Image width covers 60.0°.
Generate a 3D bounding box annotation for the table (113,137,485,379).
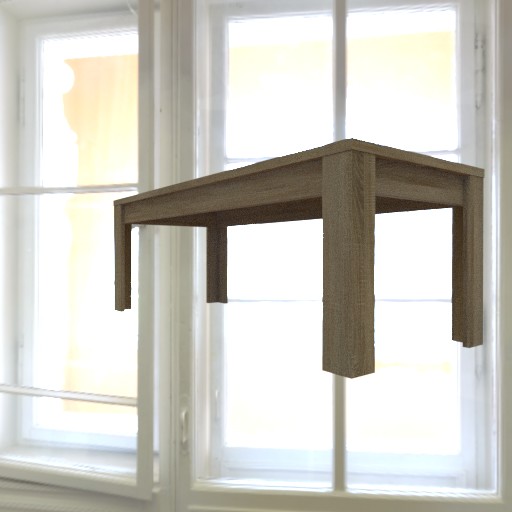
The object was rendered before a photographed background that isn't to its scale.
[{"bbox_3d":[0.000,0.000,2.592,0.900,0.790,2.200,0,1,-38],"label":"table"}]
